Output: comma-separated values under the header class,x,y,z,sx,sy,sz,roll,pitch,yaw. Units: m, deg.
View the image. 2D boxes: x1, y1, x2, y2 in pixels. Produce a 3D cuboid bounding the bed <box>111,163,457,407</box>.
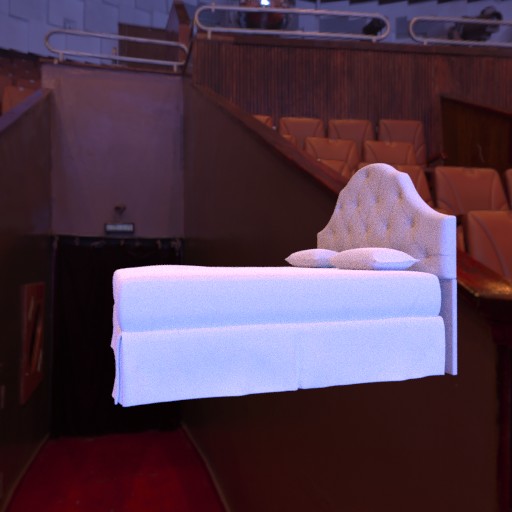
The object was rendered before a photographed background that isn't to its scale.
class,x,y,z,sx,sy,sz,roll,pitch,yaw
bed,0.000,0.000,3.575,2.214,1.615,2.008,0,0,-18
